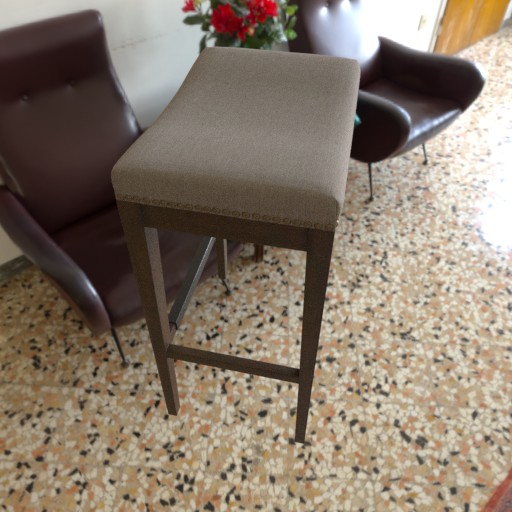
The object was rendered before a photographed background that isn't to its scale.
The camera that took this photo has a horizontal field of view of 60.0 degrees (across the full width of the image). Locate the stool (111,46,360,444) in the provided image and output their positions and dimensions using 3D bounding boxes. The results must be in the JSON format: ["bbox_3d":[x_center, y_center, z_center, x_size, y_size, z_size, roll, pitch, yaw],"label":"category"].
[{"bbox_3d":[0.000,0.000,1.028,0.356,0.762,0.508,9,47,9],"label":"stool"}]
